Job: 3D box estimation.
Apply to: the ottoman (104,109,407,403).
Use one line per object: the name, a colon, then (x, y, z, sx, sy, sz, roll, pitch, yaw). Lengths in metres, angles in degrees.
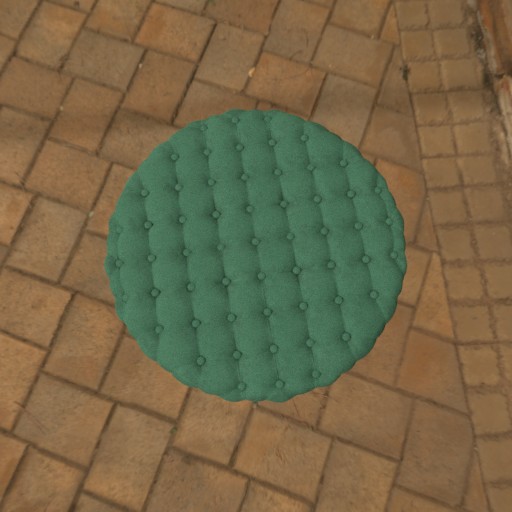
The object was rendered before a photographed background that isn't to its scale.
ottoman: (0.000, 0.000, 1.595, 0.998, 0.399, 0.998, 0, 75, 0)
